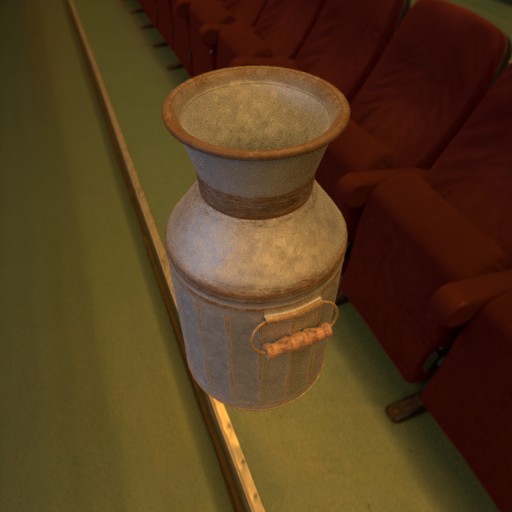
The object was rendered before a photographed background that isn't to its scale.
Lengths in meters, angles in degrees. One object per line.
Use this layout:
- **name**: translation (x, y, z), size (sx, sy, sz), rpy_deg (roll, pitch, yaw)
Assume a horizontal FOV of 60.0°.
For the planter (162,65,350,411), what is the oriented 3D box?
- **planter**: translation (0.000, 0.000, 0.543), size (0.214, 0.396, 0.245), rpy_deg (-17, 48, -16)
